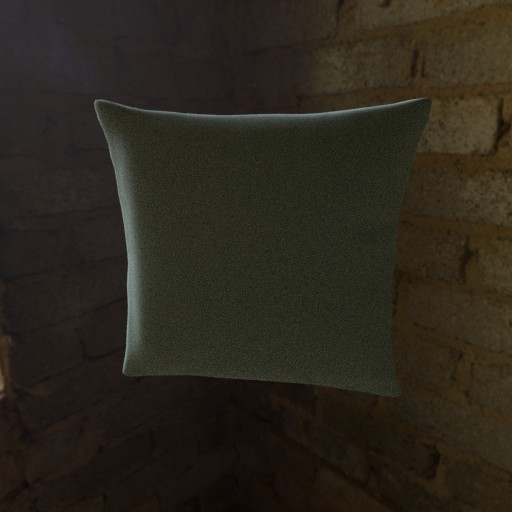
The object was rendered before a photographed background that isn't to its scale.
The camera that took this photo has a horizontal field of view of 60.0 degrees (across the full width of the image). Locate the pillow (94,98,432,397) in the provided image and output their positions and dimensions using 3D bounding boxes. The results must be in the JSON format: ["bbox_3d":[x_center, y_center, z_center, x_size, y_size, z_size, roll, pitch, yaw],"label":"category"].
[{"bbox_3d":[0.000,0.000,0.757,0.525,0.508,0.166,2,16,7],"label":"pillow"}]
